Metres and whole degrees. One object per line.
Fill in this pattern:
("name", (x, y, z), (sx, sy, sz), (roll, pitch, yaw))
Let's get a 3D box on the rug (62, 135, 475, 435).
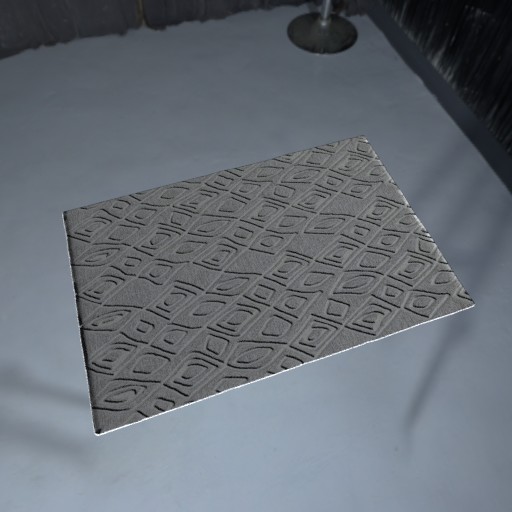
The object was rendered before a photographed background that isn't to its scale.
("rug", (0.000, 0.000, 2.286), (1.832, 0.016, 1.224), (-16, 60, -10))
